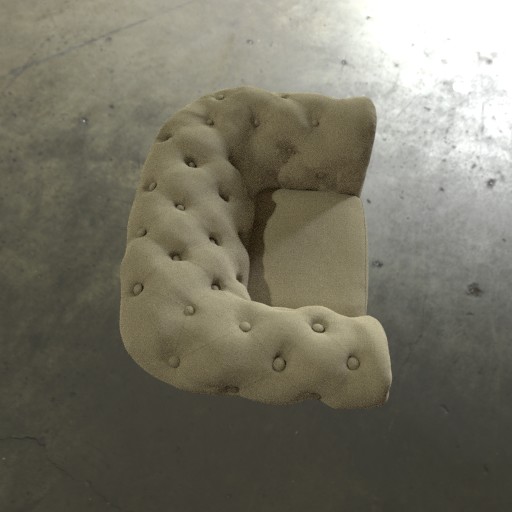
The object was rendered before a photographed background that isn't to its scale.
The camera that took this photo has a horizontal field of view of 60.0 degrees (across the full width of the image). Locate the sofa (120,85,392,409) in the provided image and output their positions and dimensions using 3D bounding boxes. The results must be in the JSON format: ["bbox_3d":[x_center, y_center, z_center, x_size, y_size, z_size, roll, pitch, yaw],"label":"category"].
[{"bbox_3d":[0.000,0.000,2.063,1.034,0.878,1.405,4,62,2],"label":"sofa"}]
